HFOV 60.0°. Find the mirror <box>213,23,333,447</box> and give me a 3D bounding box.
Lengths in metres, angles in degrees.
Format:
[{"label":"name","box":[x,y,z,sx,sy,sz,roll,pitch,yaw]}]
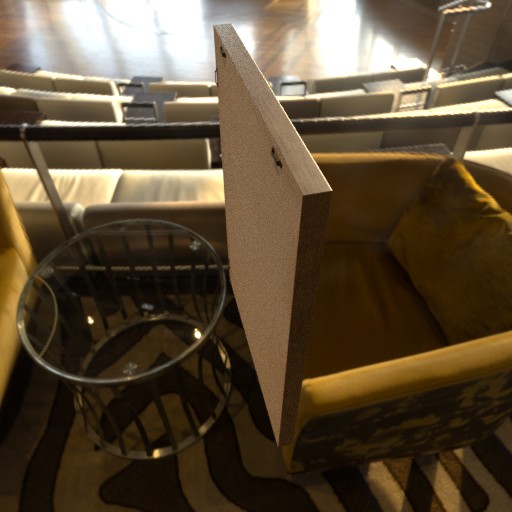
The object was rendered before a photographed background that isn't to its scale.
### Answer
[{"label":"mirror","box":[0.000,0.000,0.897,0.039,0.711,0.508,-11,47,-10]}]
